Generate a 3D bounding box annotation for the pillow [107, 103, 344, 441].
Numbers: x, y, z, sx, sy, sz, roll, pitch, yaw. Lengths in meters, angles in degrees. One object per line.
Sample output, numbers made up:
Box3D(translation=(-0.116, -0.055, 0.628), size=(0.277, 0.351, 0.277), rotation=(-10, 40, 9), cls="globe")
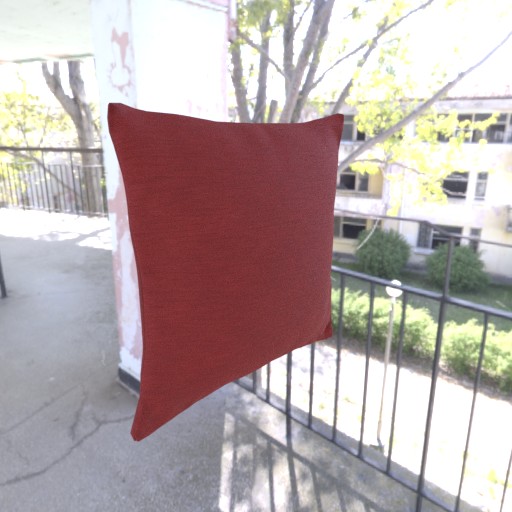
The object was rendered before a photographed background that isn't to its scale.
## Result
Box3D(translation=(0.000, 0.000, 0.658), size=(0.151, 0.416, 0.435), rotation=(15, 21, 43), cls="pillow")
